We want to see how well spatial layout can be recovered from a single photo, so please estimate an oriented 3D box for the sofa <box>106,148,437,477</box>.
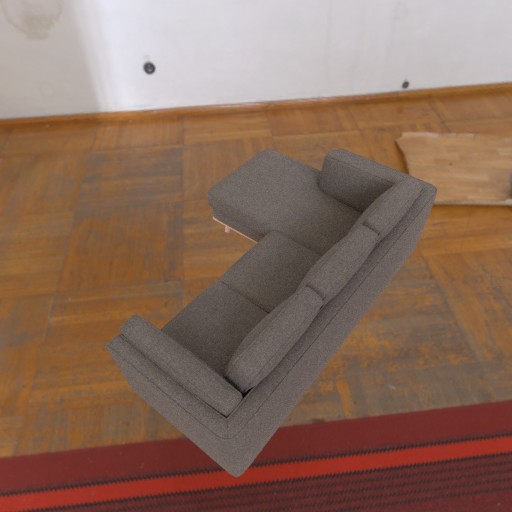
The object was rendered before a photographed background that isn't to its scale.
[{"bbox_3d":[0.000,0.000,3.160,1.604,0.929,2.411,30,53,25],"label":"sofa"}]
